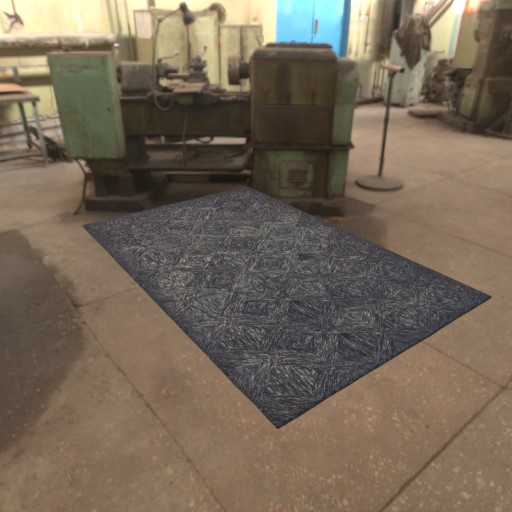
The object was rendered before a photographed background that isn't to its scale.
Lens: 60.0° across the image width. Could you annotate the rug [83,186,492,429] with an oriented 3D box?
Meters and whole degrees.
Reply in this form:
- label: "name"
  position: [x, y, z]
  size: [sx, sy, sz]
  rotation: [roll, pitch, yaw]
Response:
- label: "rug"
  position: [0.000, 0.000, 2.158]
  size: [1.139, 0.010, 1.754]
  rotation: [-19, 33, -32]
